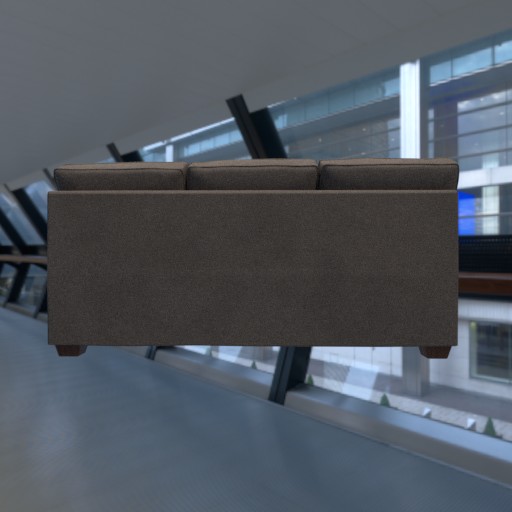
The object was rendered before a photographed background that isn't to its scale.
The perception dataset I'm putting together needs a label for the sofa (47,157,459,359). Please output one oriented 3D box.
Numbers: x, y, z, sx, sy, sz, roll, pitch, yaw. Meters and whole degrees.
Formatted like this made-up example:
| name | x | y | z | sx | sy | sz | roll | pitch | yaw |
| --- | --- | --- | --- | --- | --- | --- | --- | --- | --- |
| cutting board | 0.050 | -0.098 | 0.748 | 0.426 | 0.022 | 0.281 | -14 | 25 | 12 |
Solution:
| name | x | y | z | sx | sy | sz | roll | pitch | yaw |
| --- | --- | --- | --- | --- | --- | --- | --- | --- | --- |
| sofa | 0.000 | 0.000 | 2.554 | 1.962 | 0.973 | 1.027 | 0 | -1 | 1 |
